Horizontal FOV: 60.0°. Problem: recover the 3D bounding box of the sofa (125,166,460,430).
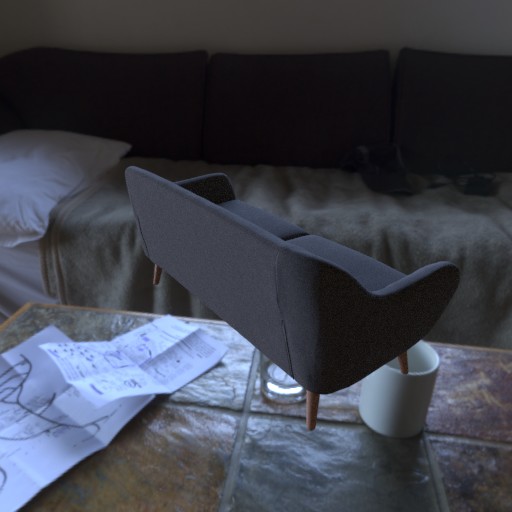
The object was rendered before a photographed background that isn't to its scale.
[{"bbox_3d":[0.000,0.000,2.322,0.820,0.820,1.840,-17,30,-32],"label":"sofa"}]
